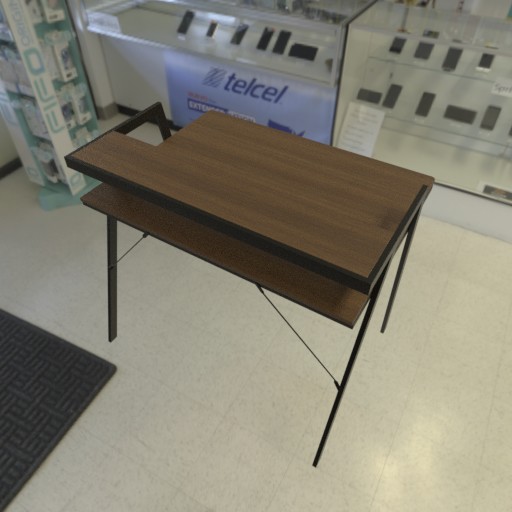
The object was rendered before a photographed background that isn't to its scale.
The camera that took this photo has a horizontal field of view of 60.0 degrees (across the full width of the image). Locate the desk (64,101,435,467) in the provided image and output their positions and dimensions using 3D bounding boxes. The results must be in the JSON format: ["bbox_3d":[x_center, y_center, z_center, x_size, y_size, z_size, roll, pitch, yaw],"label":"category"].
[{"bbox_3d":[0.000,0.000,1.916,1.143,0.998,0.936,24,49,22],"label":"desk"}]
